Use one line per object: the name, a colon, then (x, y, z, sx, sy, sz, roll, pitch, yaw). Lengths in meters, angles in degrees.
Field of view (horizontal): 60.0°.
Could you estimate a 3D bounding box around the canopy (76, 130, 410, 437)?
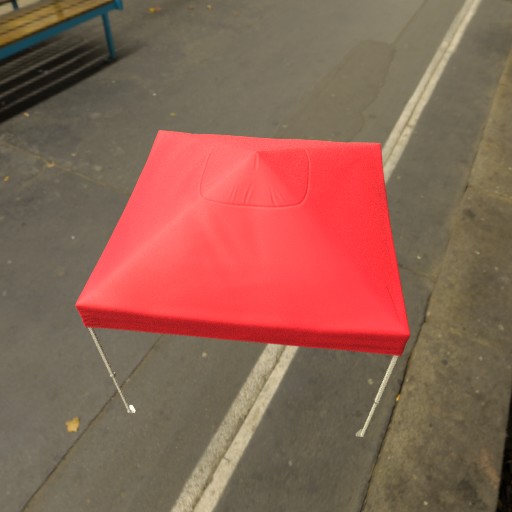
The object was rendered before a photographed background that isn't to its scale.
canopy: (0.000, 0.000, 5.444, 2.996, 2.997, 2.998, 4, 47, 4)
